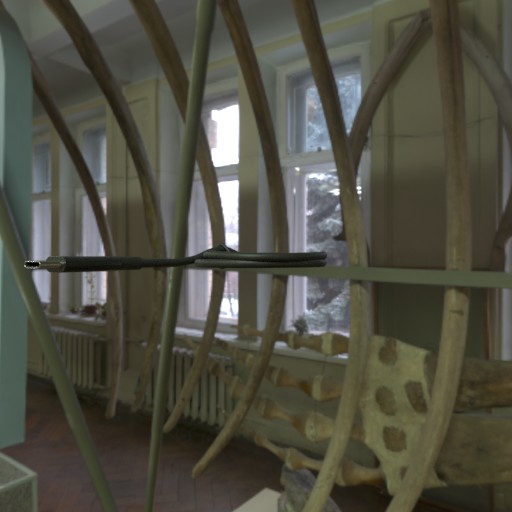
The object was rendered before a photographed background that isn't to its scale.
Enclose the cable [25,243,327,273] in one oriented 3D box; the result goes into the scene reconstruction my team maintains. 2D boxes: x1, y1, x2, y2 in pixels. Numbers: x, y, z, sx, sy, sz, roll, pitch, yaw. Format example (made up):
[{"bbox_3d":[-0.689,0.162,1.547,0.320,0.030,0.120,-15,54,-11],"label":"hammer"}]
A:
[{"bbox_3d":[0.000,0.000,0.229,0.070,0.014,0.203,0,0,36],"label":"cable"}]
